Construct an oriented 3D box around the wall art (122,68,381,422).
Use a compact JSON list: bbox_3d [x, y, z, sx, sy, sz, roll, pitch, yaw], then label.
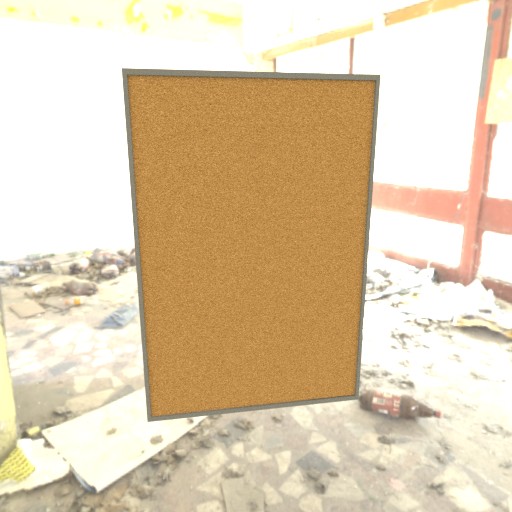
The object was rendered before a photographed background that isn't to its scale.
[{"bbox_3d":[0.000,0.000,0.976,0.511,0.753,0.039,-3,15,-10],"label":"wall art"}]
